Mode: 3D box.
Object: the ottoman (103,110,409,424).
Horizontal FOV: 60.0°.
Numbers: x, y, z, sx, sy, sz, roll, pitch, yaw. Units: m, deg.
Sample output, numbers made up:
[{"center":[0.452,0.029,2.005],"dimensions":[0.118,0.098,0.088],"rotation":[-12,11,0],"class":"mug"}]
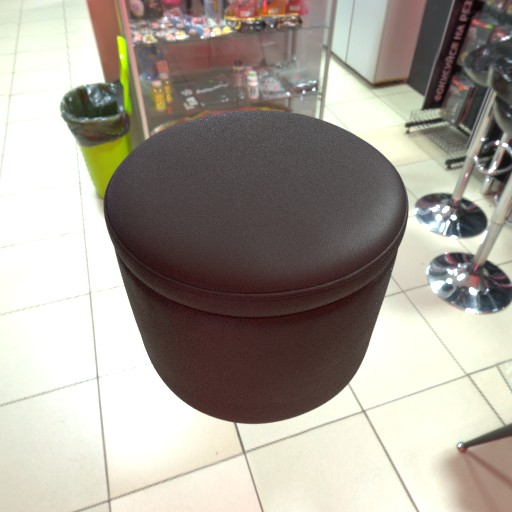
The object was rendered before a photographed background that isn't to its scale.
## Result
[{"center":[0.000,0.000,0.858],"dimensions":[0.500,0.409,0.500],"rotation":[0,45,0],"class":"ottoman"}]
